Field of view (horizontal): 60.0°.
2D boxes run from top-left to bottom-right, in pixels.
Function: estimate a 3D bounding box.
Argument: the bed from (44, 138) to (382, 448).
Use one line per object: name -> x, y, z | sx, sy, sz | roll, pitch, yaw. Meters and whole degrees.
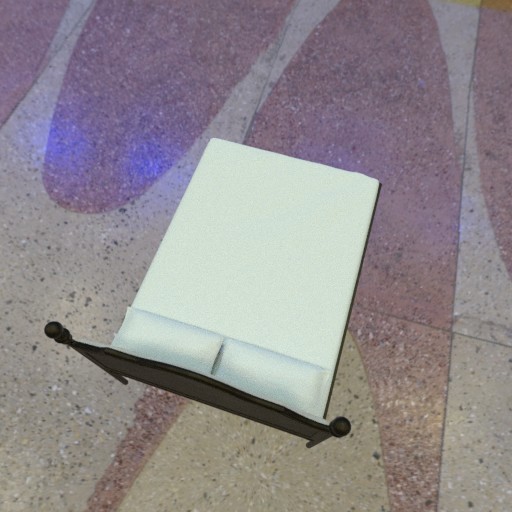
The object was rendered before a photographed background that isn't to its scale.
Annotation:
bed -> 0.000, 0.000, 3.302 | 1.642, 1.499, 2.224 | 16, 65, 8
